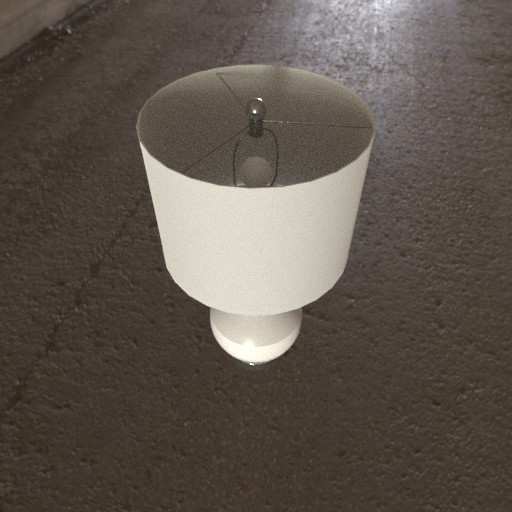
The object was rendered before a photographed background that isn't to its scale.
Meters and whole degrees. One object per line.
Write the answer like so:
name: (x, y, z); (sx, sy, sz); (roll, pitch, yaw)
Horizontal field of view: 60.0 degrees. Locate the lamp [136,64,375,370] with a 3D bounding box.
lamp: (0.000, 0.000, 0.895); (0.357, 0.673, 0.357); (-17, 49, -16)
